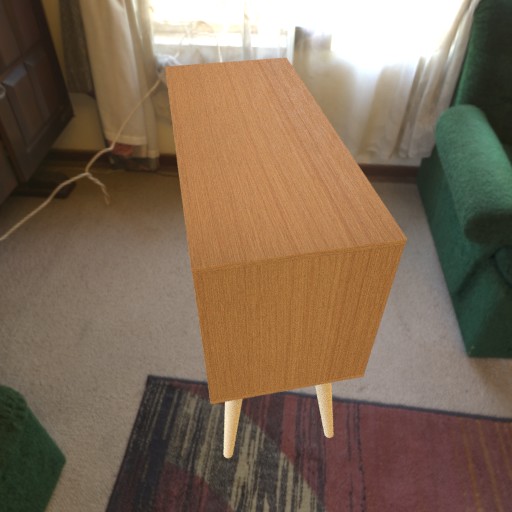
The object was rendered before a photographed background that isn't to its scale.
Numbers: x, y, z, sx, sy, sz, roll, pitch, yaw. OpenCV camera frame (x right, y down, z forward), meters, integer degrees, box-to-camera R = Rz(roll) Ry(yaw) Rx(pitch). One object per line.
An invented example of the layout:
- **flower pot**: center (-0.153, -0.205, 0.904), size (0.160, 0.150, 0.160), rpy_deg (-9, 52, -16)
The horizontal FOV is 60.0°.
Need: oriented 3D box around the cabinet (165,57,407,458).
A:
- **cabinet**: center (0.000, 0.000, 1.635), size (0.470, 1.016, 1.057), rpy_deg (-8, 44, -8)
